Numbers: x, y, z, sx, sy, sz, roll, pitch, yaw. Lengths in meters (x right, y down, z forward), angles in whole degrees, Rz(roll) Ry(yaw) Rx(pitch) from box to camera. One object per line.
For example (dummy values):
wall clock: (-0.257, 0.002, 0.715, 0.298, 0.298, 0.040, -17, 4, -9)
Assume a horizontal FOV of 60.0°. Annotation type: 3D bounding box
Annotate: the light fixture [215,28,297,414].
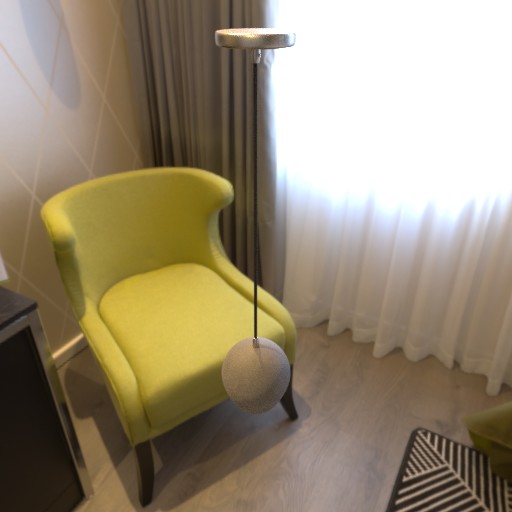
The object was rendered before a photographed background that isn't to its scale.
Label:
light fixture: (0.000, 0.000, 0.838, 0.153, 0.760, 0.153, 0, 31, -1)
